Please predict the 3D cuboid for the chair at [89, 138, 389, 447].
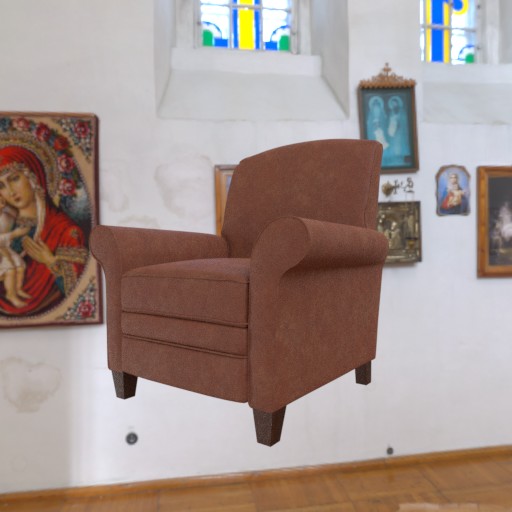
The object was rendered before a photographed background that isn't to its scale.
[{"bbox_3d":[0.000,0.000,1.785,0.978,1.061,0.902,1,2,36],"label":"chair"}]
